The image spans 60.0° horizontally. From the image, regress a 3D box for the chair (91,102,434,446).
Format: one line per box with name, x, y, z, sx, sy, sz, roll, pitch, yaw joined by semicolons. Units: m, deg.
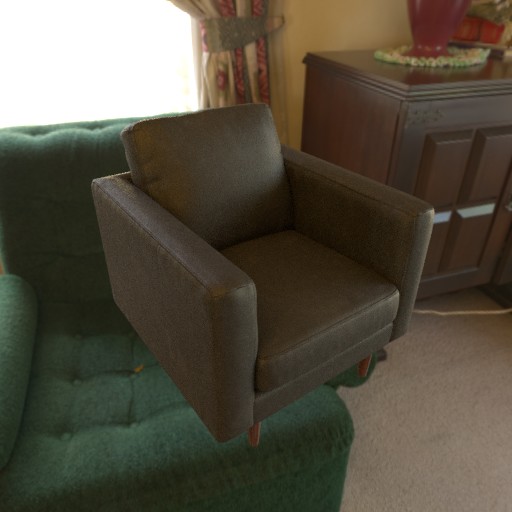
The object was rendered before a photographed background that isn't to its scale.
chair;0.000;0.000;1.574;0.831;0.898;0.879;-20;37;-30
